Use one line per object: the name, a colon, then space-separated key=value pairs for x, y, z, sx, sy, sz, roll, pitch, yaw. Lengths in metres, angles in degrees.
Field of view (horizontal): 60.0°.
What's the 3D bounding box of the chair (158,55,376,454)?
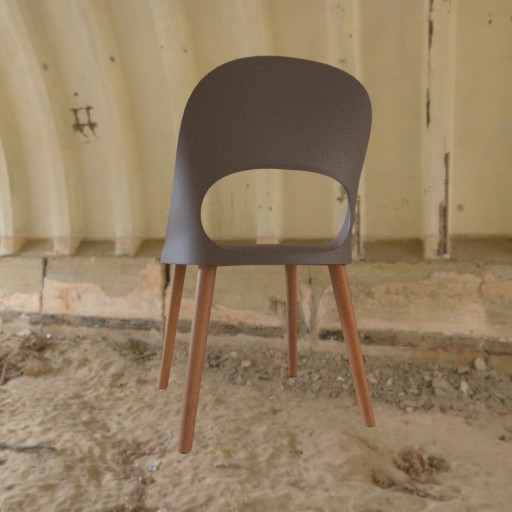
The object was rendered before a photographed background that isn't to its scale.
chair: x=0.000 y=0.000 z=1.148 sx=0.470 sy=0.794 sz=0.556 roll=0 pitch=0 yaw=-18
